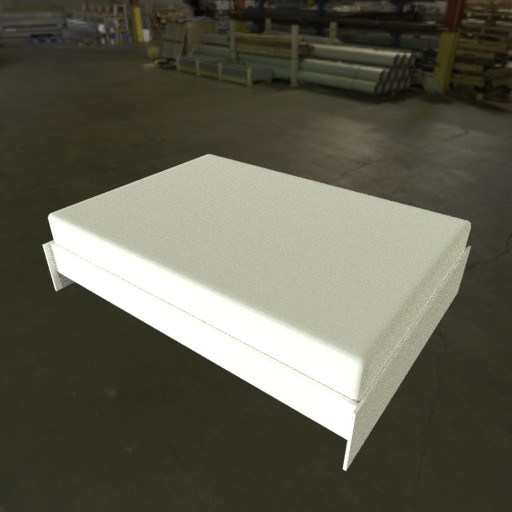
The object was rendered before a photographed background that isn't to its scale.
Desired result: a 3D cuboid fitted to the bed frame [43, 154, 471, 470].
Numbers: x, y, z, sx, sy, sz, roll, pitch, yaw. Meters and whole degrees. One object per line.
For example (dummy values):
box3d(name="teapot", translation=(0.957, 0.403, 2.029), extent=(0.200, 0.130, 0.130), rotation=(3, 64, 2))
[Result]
box3d(name="bed frame", translation=(0.000, 0.000, 2.543), extent=(1.945, 0.497, 1.445), rotation=(21, 37, 31))
